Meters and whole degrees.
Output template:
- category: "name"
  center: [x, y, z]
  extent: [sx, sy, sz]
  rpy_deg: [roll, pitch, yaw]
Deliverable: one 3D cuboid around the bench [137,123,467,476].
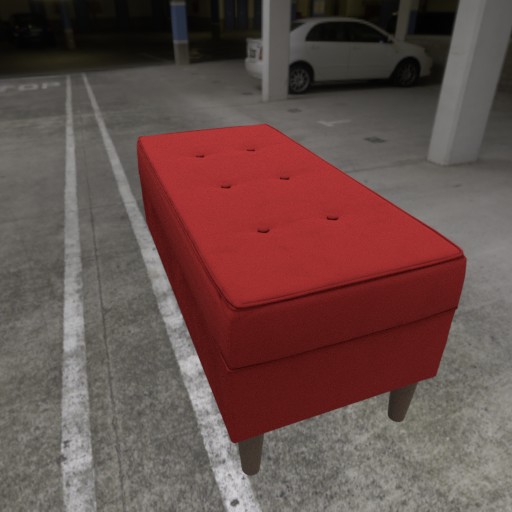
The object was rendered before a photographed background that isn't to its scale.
- category: "bench"
  center: [0.000, 0.000, 1.259]
  extent: [0.492, 0.471, 1.016]
  rpy_deg: [-11, 33, -18]
